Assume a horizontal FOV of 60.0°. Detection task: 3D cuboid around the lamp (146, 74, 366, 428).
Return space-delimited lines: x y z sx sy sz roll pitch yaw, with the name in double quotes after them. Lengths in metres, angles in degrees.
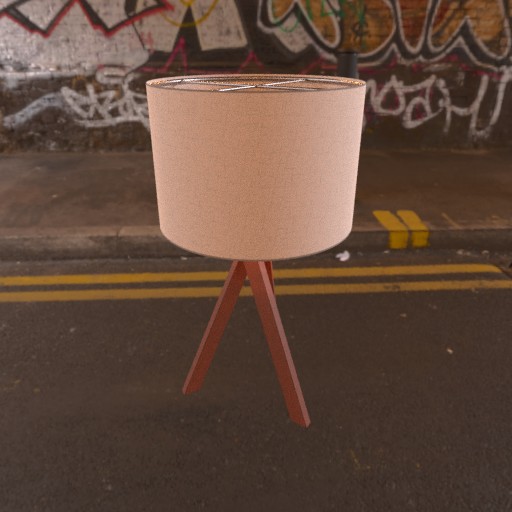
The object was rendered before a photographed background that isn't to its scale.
0.000 0.000 0.930 0.380 0.686 0.380 17 30 31 "lamp"
